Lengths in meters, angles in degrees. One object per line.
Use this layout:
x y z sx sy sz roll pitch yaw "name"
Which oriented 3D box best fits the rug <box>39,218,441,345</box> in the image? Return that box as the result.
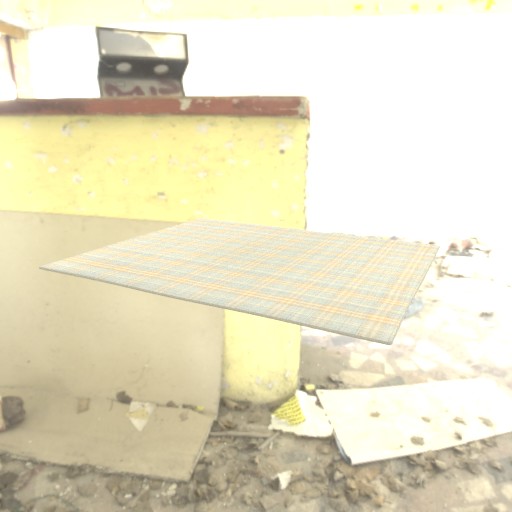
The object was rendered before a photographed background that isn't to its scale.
0.000 0.000 4.271 3.066 0.030 2.462 9 18 27 "rug"
